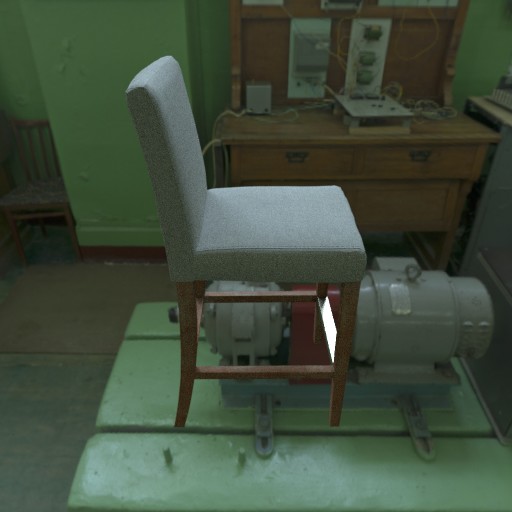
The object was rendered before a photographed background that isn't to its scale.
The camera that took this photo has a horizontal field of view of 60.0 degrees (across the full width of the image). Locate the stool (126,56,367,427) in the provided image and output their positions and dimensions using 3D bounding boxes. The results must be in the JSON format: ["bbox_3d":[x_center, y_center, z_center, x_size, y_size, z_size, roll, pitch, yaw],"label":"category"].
[{"bbox_3d":[0.000,0.000,1.365,0.570,1.088,0.439,-1,32,-1],"label":"stool"}]
